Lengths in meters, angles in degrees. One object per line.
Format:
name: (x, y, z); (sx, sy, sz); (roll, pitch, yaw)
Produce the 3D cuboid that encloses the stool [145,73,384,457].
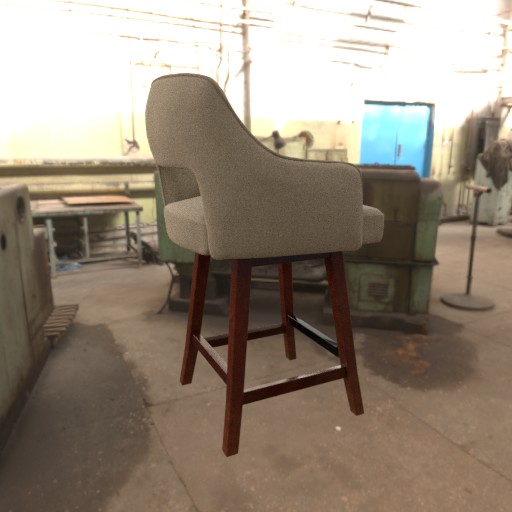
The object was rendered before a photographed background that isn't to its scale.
stool: (0.000, 0.000, 1.288); (0.560, 0.936, 0.550); (-6, 15, -25)
